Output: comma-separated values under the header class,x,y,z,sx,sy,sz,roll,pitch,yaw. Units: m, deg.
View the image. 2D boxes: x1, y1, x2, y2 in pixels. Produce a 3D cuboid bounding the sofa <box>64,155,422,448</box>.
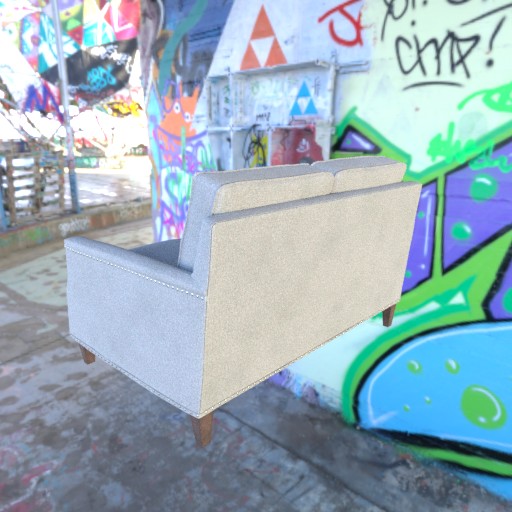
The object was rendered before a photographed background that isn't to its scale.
class,x,y,z,sx,sy,sz,roll,pitch,yaw
sofa,0.000,0.000,2.301,1.084,1.003,1.597,14,21,41
